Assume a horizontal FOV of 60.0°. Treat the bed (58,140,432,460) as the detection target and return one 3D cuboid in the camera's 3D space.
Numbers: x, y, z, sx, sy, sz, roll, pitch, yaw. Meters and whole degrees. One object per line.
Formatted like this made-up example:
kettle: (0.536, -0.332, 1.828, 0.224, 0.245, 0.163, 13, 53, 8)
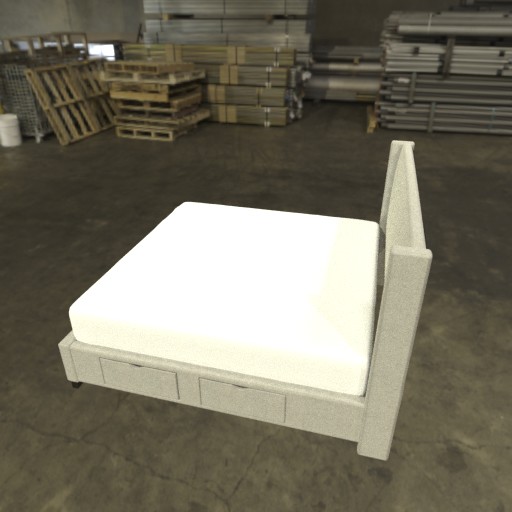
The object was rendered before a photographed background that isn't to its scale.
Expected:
bed: (0.000, 0.000, 3.563, 2.280, 1.470, 2.140, 7, 30, 13)
